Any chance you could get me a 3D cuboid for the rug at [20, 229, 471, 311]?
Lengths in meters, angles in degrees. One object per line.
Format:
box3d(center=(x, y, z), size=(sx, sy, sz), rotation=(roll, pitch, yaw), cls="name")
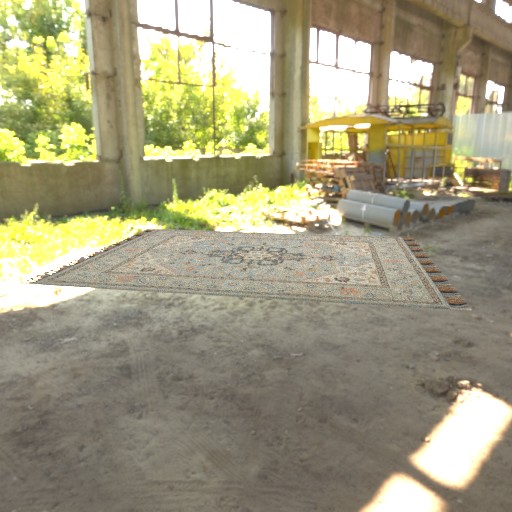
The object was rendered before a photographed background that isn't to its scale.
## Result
box3d(center=(0.000, 0.000, 2.253), size=(1.730, 0.009, 1.278), rotation=(2, 14, 10), cls="rug")
